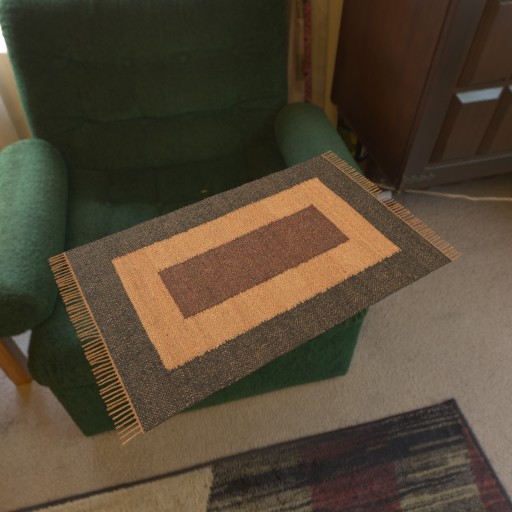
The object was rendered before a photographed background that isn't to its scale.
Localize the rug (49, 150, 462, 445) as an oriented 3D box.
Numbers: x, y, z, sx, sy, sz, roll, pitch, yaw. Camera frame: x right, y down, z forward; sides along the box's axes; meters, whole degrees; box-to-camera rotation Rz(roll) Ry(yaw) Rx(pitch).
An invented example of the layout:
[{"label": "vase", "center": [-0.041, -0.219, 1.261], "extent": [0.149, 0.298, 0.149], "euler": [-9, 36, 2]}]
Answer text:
[{"label": "rug", "center": [0.000, 0.000, 1.895], "extent": [1.541, 0.013, 0.920], "euler": [-24, 52, -21]}]
